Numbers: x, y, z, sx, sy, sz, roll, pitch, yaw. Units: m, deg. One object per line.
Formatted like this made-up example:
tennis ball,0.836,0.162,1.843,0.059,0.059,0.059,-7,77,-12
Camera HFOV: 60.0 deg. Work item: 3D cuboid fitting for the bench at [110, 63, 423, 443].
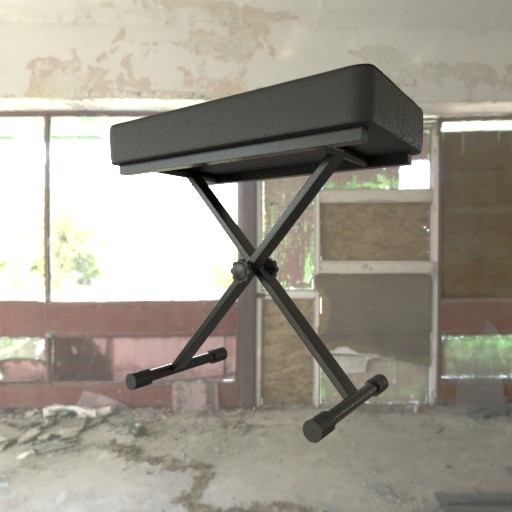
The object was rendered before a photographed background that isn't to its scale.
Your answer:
bench,0.000,0.000,0.918,0.600,0.561,0.300,1,2,35
